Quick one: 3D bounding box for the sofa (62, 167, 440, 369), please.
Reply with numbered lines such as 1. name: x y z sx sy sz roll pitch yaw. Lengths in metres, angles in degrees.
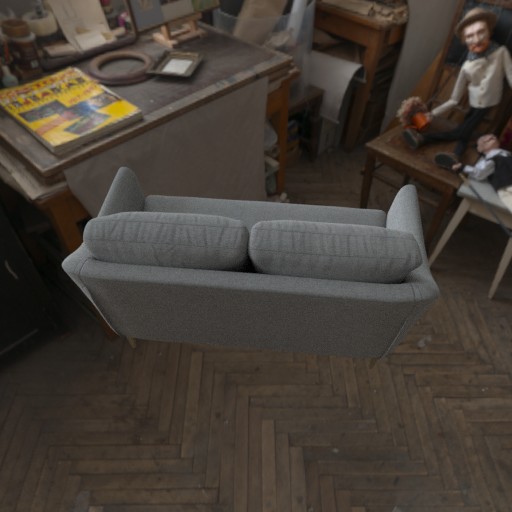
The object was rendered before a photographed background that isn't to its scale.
1. sofa: 0.000 0.000 2.213 1.619 0.904 0.960 4 47 4
